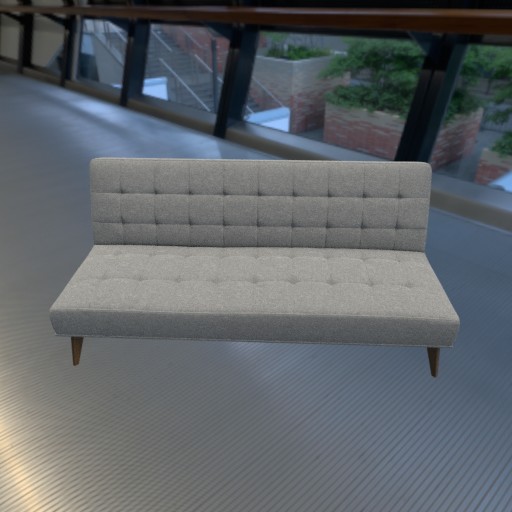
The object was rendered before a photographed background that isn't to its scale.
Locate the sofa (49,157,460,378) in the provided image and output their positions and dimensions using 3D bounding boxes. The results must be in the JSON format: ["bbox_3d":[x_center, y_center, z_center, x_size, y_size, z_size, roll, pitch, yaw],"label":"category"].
[{"bbox_3d":[0.000,0.000,2.250,1.800,0.810,0.860,1,31,2],"label":"sofa"}]
